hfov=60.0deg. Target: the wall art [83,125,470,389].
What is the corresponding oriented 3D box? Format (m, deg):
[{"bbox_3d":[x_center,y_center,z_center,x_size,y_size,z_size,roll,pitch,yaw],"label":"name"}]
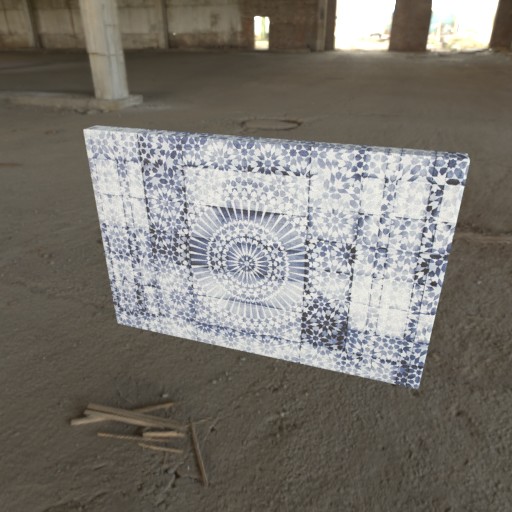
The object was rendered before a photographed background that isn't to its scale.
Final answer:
[{"bbox_3d":[0.000,0.000,1.167,0.911,0.608,0.057,9,29,16],"label":"wall art"}]
